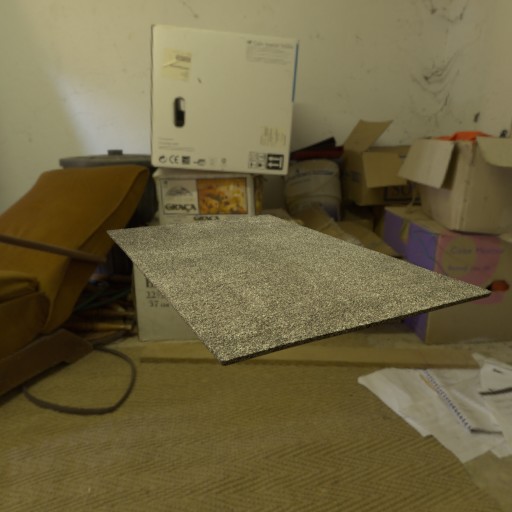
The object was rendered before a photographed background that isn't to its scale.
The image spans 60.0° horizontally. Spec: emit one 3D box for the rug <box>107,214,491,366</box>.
[{"bbox_3d":[0.000,0.000,2.923,1.501,0.025,2.352,-8,18,-26],"label":"rug"}]
